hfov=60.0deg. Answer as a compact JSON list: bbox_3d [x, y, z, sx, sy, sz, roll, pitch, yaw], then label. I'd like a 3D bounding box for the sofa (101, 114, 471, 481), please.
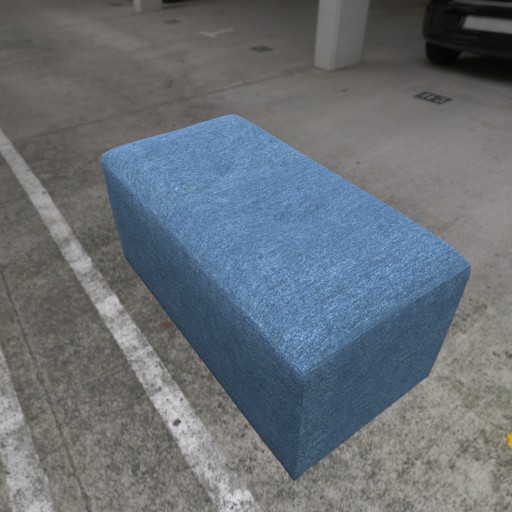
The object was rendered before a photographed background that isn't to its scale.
[{"bbox_3d":[0.000,0.000,1.210,0.480,0.470,0.930,-25,47,-26],"label":"sofa"}]
